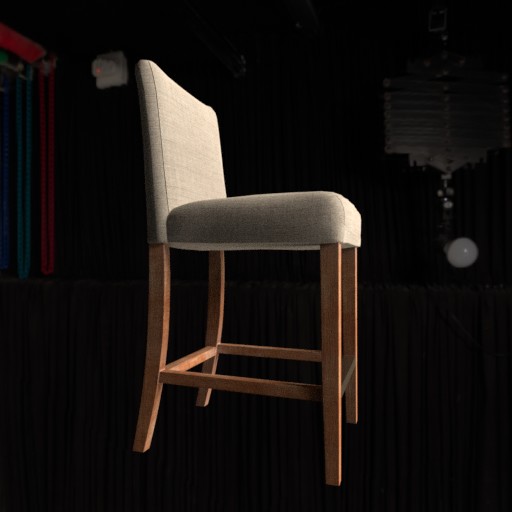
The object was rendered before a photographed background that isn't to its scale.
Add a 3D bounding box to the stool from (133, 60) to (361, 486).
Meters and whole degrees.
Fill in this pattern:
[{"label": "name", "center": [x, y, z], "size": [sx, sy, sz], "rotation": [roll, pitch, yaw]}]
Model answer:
[{"label": "stool", "center": [0.000, 0.000, 1.287], "size": [0.567, 1.039, 0.454], "rotation": [0, 0, 18]}]
